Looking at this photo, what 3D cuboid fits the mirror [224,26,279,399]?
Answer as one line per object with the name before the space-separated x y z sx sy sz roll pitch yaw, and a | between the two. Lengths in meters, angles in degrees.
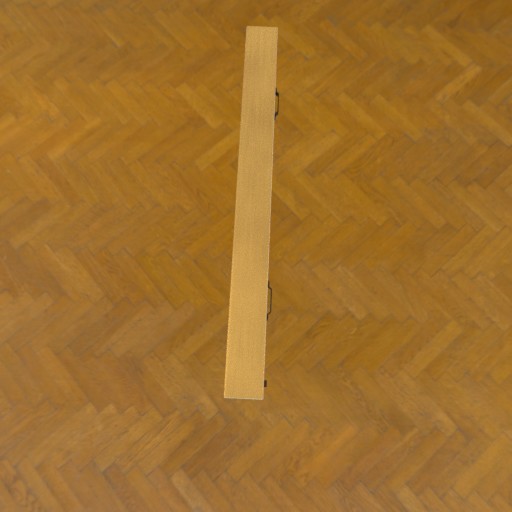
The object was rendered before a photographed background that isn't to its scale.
mirror | 0.000 0.000 0.698 0.041 0.509 0.406 3 75 1
